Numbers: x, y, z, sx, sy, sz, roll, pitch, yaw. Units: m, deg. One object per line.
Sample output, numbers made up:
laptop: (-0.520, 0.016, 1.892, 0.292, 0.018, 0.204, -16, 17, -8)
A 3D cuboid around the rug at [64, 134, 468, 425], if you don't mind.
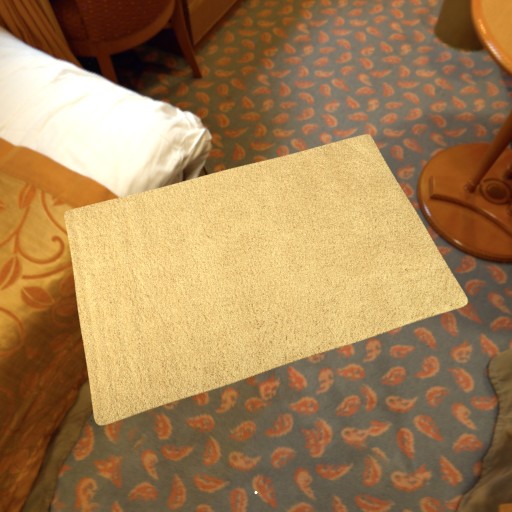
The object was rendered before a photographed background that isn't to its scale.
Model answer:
rug: (0.000, 0.000, 2.952, 2.349, 0.025, 1.500, -16, 63, -8)
